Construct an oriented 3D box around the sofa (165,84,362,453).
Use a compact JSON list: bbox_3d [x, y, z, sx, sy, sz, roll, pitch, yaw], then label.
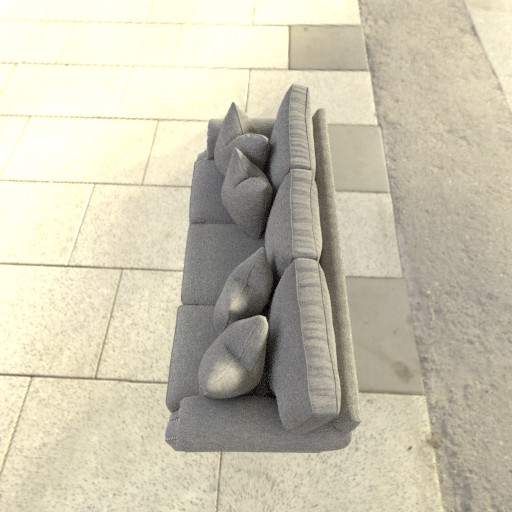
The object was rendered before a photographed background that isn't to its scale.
[{"bbox_3d":[0.000,0.000,2.784,0.965,0.975,2.312,0,57,0],"label":"sofa"}]
